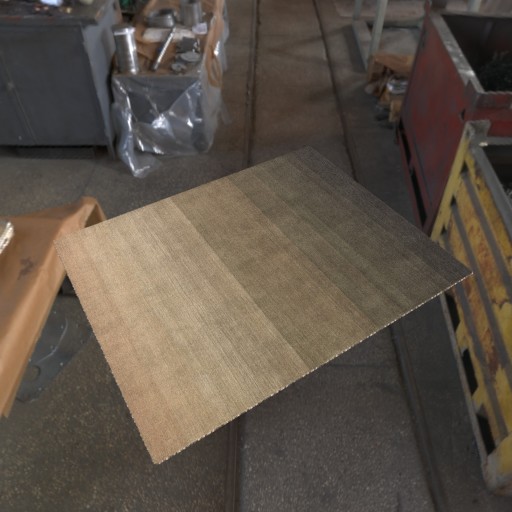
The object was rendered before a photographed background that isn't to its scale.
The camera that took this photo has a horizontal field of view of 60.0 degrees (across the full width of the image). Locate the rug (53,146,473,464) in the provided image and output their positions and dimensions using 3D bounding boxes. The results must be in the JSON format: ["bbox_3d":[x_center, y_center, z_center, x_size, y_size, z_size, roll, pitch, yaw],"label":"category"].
[{"bbox_3d":[0.000,0.000,3.867,2.902,0.017,2.306,-25,51,-22],"label":"rug"}]
